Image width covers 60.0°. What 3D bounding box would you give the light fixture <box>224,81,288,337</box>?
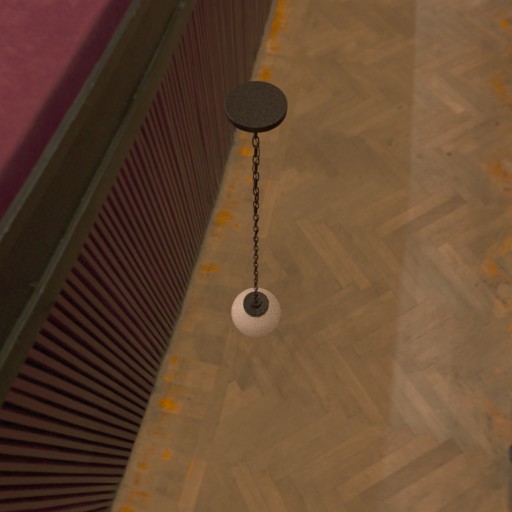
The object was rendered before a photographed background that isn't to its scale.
[{"bbox_3d":[0.000,0.000,2.040,0.305,1.867,0.304,15,65,7],"label":"light fixture"}]
